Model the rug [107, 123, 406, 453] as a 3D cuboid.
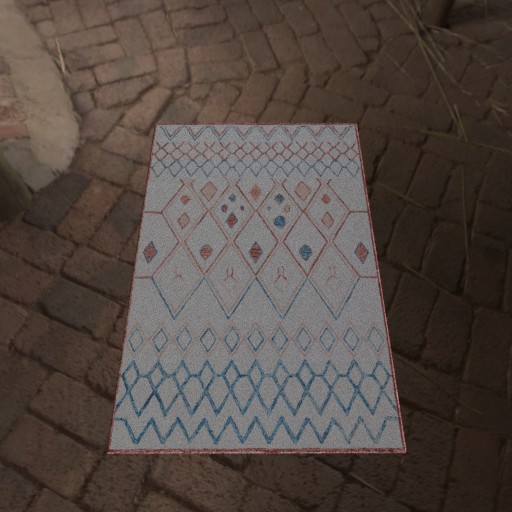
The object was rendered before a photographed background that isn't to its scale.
[{"bbox_3d":[0.000,0.000,2.242,1.219,0.016,1.829,0,61,0],"label":"rug"}]
